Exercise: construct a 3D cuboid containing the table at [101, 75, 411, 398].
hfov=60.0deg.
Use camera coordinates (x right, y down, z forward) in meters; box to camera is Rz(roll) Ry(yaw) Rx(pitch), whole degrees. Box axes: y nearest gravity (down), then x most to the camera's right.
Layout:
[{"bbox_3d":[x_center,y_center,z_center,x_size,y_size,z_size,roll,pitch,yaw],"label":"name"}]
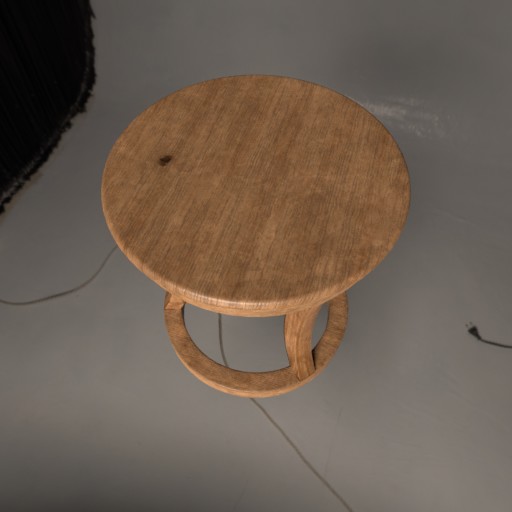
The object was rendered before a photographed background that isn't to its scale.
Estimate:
[{"bbox_3d":[0.000,0.000,0.816,0.432,0.460,0.432,0,57,0],"label":"table"}]
